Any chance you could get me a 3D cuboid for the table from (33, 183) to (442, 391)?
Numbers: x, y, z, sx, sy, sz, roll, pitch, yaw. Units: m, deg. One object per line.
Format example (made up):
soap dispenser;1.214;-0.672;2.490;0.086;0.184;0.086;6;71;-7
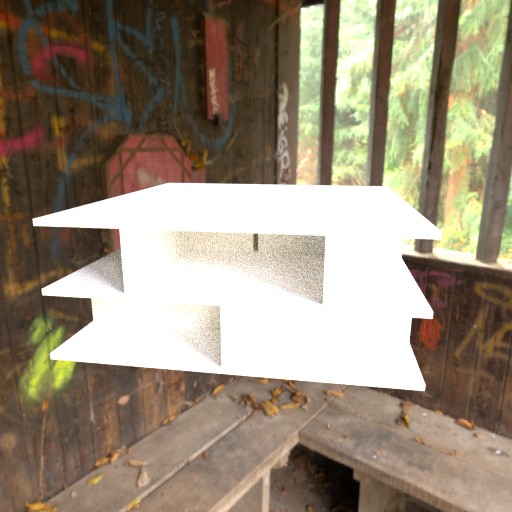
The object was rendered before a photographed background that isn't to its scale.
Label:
table;0.000;0.000;1.113;0.700;0.289;0.700;2;15;9
